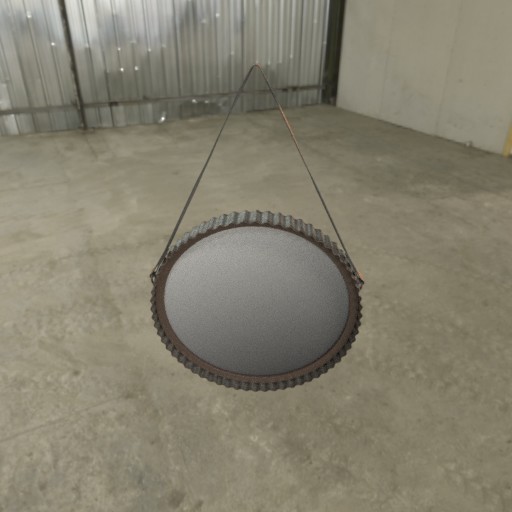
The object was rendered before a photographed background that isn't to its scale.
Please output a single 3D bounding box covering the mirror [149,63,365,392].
[{"bbox_3d":[0.000,0.000,0.707,0.355,0.568,0.042,1,30,2],"label":"mirror"}]
